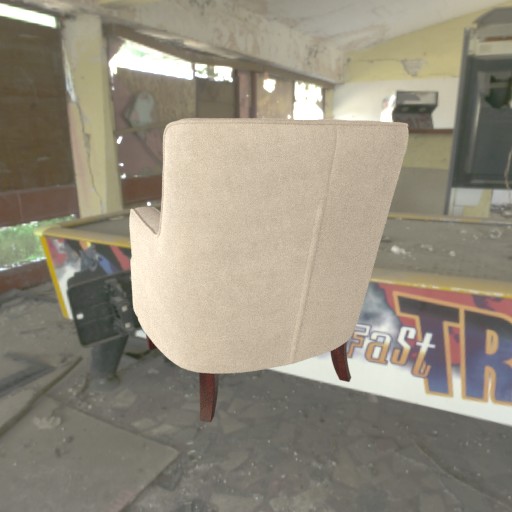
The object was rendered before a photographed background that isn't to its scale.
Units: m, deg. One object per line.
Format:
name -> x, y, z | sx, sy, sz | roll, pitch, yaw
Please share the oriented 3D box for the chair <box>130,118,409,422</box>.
chair -> 0.000, 0.000, 1.598 | 0.781, 0.920, 0.910 | -7, 16, -25
